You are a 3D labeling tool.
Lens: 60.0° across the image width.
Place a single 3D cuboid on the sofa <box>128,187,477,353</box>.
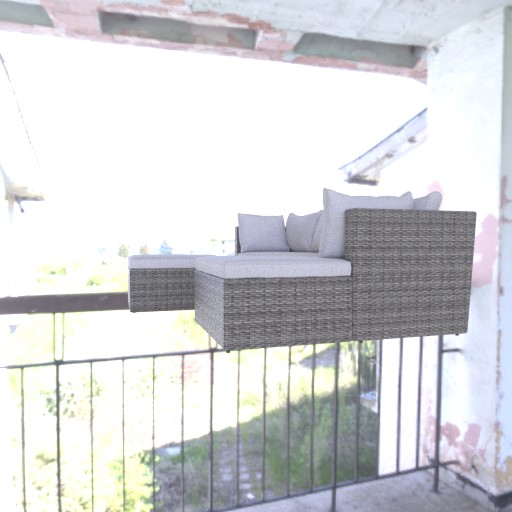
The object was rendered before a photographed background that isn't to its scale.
[{"bbox_3d":[0.000,0.000,3.042,1.662,0.766,2.192,0,2,-17],"label":"sofa"}]
